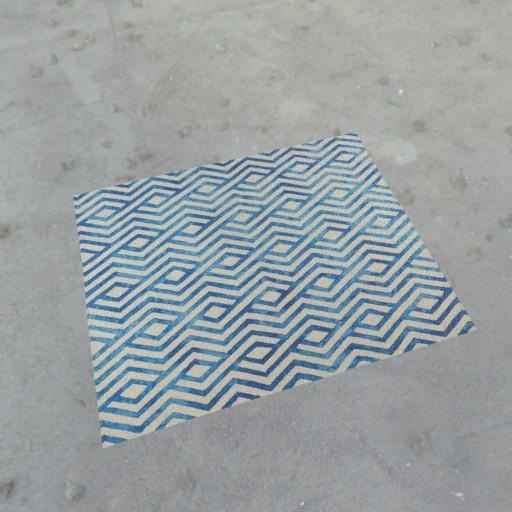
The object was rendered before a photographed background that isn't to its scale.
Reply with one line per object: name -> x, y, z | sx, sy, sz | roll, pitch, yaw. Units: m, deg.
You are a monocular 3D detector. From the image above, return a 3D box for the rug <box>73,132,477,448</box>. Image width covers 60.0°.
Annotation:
rug -> 0.000, 0.000, 4.036 | 3.059, 0.008, 2.453 | -15, 59, -9
